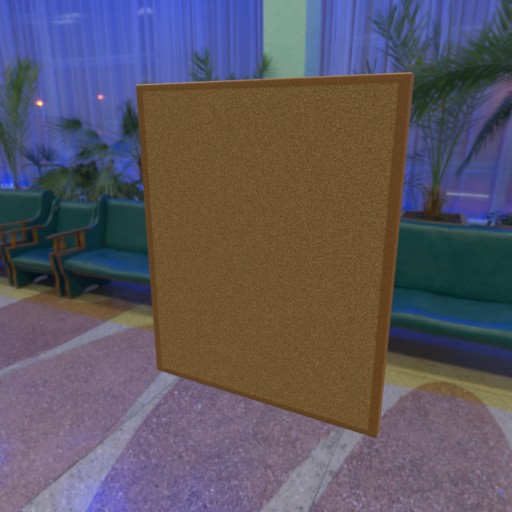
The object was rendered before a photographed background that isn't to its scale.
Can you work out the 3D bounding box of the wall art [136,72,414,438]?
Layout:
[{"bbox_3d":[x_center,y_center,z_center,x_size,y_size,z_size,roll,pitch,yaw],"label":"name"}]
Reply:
[{"bbox_3d":[0.000,0.000,0.747,0.452,0.553,0.022,9,19,26],"label":"wall art"}]
